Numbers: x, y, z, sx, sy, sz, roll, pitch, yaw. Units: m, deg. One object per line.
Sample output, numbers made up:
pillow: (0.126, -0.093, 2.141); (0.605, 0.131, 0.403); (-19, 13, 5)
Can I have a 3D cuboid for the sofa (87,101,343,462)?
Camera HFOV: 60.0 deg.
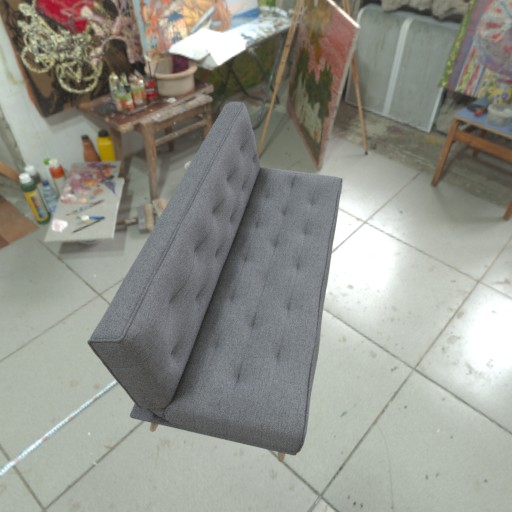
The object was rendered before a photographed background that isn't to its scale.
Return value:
sofa: (0.000, 0.000, 2.379); (0.810, 0.830, 1.820); (9, 46, 9)
